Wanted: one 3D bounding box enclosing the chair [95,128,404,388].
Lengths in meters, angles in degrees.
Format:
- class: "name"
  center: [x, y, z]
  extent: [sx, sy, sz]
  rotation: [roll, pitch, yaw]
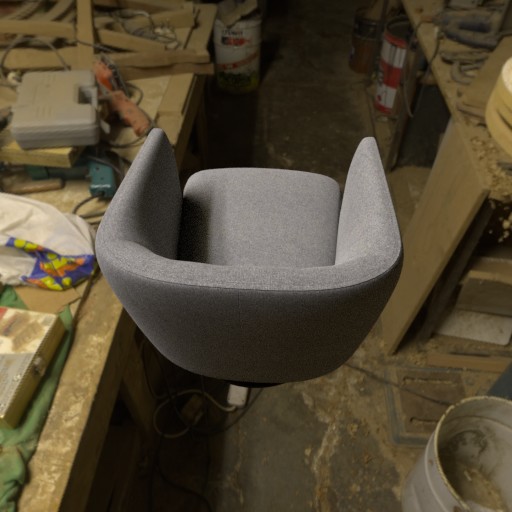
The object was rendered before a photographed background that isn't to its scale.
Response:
- class: "chair"
  center: [0.000, 0.000, 1.582]
  extent: [0.822, 0.861, 0.986]
  rotation: [3, 47, 3]
